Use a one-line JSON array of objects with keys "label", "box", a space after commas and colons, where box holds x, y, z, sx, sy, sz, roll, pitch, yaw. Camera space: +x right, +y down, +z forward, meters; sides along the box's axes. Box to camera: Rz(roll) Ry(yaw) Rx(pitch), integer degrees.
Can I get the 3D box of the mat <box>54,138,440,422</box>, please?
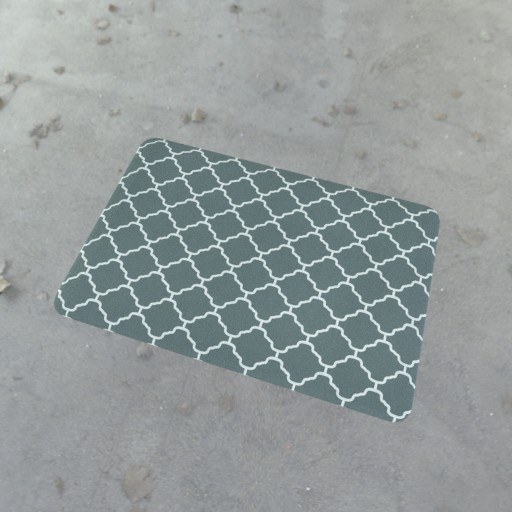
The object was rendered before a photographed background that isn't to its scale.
[{"label": "mat", "box": [0.000, 0.000, 0.985, 0.762, 0.021, 0.508, 16, 64, 8]}]
